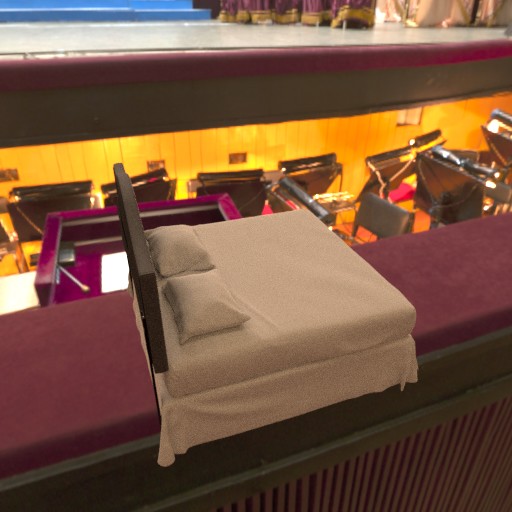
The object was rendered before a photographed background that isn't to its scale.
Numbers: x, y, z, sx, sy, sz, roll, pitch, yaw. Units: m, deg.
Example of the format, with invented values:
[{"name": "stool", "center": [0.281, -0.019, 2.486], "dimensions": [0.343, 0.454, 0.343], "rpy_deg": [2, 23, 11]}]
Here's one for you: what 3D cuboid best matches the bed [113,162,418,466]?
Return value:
[{"name": "bed", "center": [0.000, 0.000, 3.848], "dimensions": [2.219, 1.651, 2.314], "rpy_deg": [-10, 32, -17]}]
